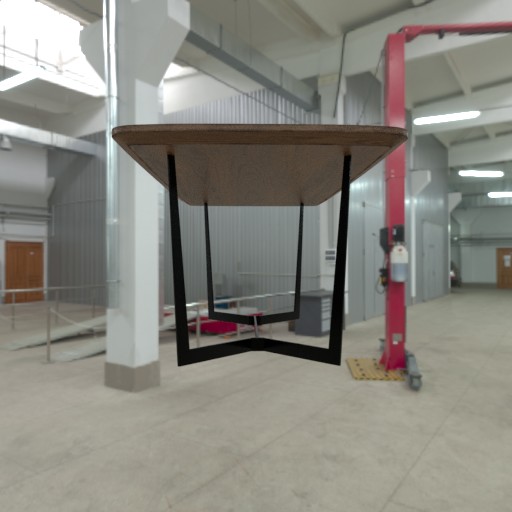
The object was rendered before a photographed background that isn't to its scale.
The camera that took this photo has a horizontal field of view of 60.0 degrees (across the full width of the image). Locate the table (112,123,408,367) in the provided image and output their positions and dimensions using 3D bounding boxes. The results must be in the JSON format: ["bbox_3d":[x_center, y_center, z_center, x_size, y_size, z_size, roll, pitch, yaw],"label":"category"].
[{"bbox_3d":[0.000,0.000,2.126,0.949,0.765,1.643,0,-1,-1],"label":"table"}]
